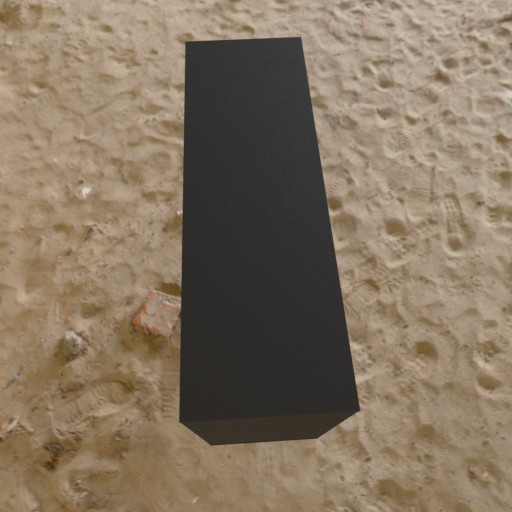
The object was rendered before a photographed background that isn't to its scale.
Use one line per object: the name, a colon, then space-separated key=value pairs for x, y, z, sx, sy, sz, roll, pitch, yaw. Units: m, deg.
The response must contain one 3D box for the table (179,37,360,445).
table: x=0.000 y=0.000 z=1.598 sx=0.400 sy=0.855 sz=1.200 roll=-3 pitch=63 yaw=-2
